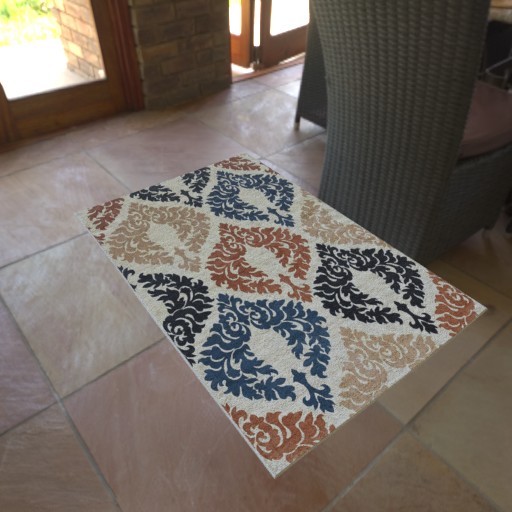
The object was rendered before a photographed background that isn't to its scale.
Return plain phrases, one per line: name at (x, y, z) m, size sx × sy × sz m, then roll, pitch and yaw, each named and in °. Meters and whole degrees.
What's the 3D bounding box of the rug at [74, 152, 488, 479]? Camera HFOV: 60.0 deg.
rug at (0.000, 0.000, 2.788) m, size 1.514 × 0.014 × 2.275 m, roll -26°, pitch 47°, yaw -27°
